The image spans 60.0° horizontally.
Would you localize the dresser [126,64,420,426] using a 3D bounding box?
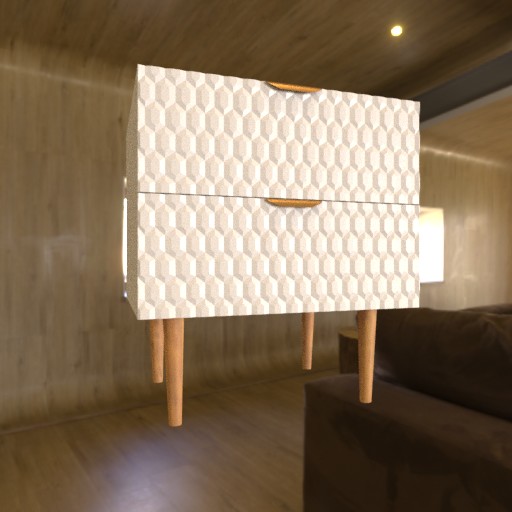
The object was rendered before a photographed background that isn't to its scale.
[{"bbox_3d":[0.000,0.000,0.923,0.503,0.568,0.414,0,0,-19],"label":"dresser"}]
